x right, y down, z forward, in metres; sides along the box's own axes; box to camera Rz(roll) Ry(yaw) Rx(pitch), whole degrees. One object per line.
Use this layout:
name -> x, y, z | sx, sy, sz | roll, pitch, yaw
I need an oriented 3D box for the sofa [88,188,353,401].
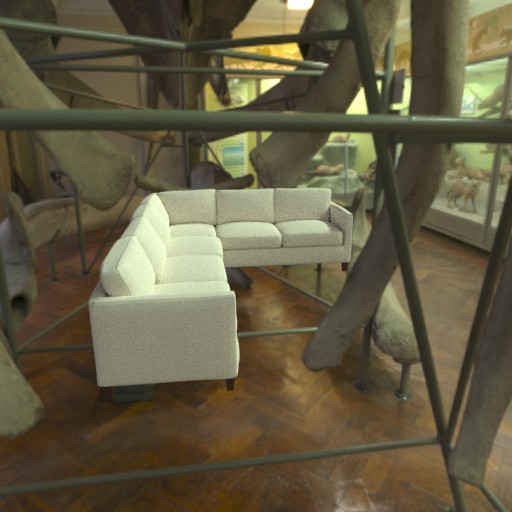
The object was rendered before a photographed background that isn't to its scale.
sofa -> 0.000, 0.000, 4.459 | 2.593, 0.947, 3.302 | -2, 17, -8
